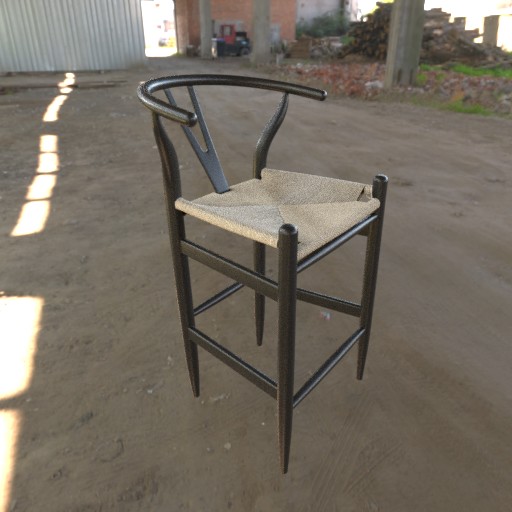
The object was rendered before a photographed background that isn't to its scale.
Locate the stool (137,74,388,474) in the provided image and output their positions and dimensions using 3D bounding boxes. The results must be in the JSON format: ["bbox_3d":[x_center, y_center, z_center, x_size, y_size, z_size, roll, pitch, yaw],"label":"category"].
[{"bbox_3d":[0.000,0.000,1.312,0.579,0.970,0.569,19,32,33],"label":"stool"}]
